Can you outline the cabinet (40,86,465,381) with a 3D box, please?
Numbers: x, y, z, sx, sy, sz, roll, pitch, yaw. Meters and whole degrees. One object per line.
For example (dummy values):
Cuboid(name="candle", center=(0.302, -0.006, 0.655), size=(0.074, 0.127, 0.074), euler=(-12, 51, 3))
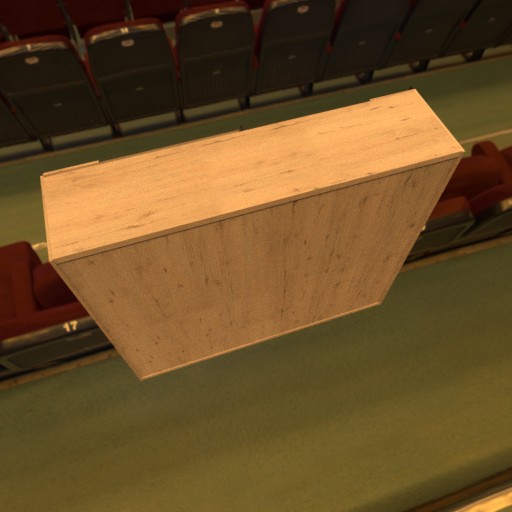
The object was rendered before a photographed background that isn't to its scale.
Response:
Cuboid(name="cabinet", center=(0.000, 0.000, 3.614), size=(2.500, 2.180, 0.660), euler=(-16, 60, -10))
